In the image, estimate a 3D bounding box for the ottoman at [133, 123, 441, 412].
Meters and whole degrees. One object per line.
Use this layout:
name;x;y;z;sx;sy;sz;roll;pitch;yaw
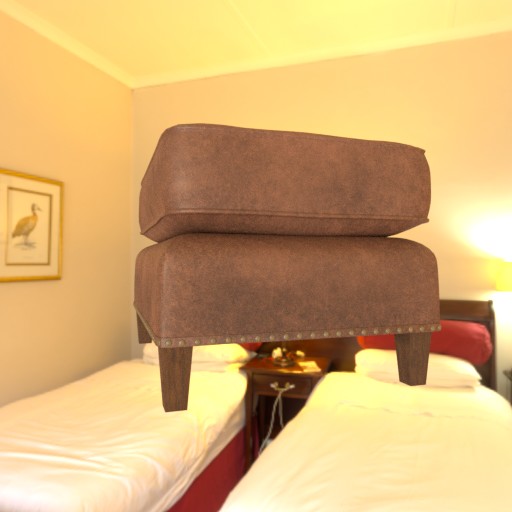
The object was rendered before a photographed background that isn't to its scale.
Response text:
ottoman;0.000;0.000;1.163;0.589;0.537;0.738;0;-1;-18
